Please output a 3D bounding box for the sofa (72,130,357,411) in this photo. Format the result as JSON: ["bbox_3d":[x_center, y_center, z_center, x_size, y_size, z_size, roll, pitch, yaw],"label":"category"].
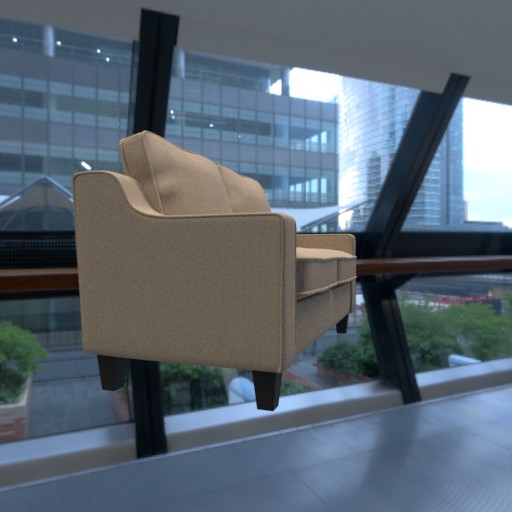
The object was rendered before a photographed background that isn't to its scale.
[{"bbox_3d":[0.000,0.000,3.556,1.351,1.562,2.587,0,0,20],"label":"sofa"}]
